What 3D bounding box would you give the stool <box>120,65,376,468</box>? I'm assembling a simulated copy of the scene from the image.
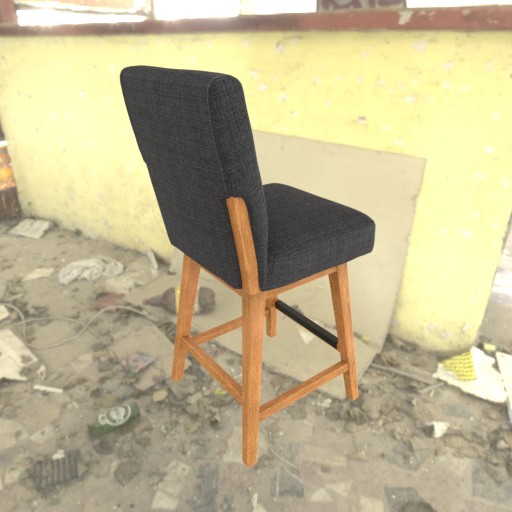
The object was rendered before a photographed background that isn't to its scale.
[{"bbox_3d":[0.000,0.000,1.274,0.526,1.010,0.459,-18,31,-33],"label":"stool"}]
